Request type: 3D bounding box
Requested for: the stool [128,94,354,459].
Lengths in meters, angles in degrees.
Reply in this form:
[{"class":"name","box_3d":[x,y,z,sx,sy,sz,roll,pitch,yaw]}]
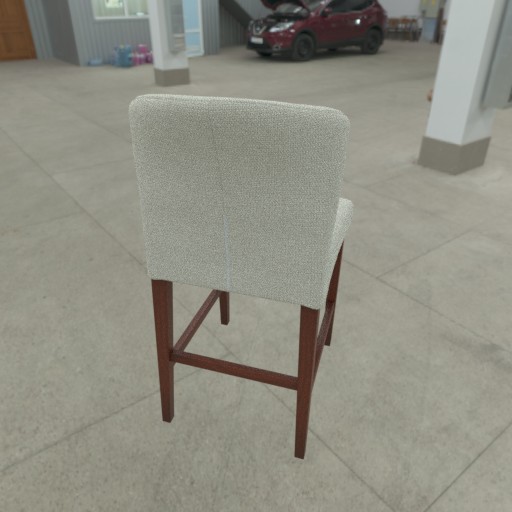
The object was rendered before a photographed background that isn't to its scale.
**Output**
[{"class":"stool","box_3d":[0.000,0.000,1.268,0.481,0.969,0.568,9,32,15]}]
